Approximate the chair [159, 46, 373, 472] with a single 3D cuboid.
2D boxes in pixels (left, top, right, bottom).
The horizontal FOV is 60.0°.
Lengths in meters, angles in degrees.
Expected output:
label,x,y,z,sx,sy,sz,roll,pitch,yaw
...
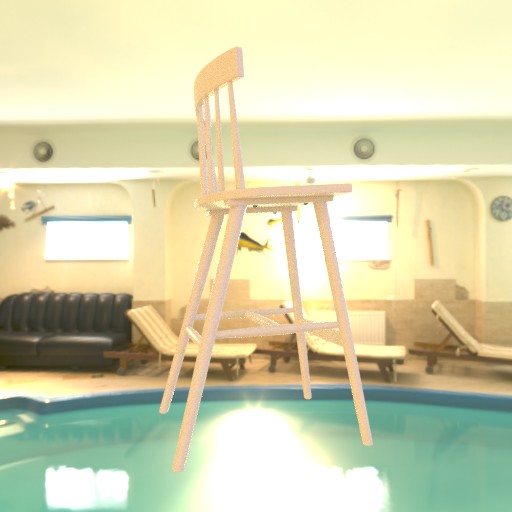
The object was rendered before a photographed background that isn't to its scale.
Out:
label,x,y,z,sx,sy,sz,roll,pitch,yaw
chair,0.000,0.000,1.412,0.572,1.092,0.483,0,0,-17
